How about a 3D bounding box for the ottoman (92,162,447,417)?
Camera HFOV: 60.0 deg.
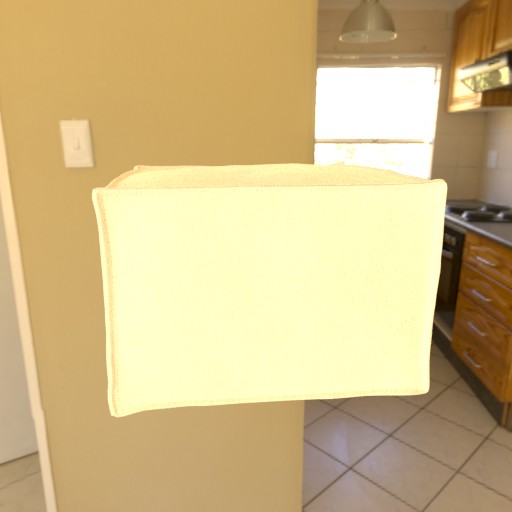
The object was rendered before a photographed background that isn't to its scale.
[{"bbox_3d":[0.000,0.000,1.170,0.696,0.470,0.707,-2,14,-8],"label":"ottoman"}]
